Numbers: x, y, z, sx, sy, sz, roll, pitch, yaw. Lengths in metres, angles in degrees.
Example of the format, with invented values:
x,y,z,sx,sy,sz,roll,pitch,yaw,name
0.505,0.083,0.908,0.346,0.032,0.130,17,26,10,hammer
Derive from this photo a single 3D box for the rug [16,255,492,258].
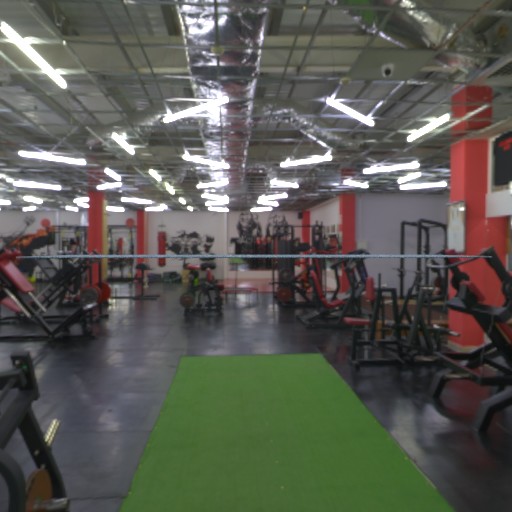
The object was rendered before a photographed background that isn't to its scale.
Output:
x,y,z,sx,sy,sz,roll,pitch,yaw,name
0.000,0.000,2.611,2.443,0.008,0.688,0,1,-1,rug
